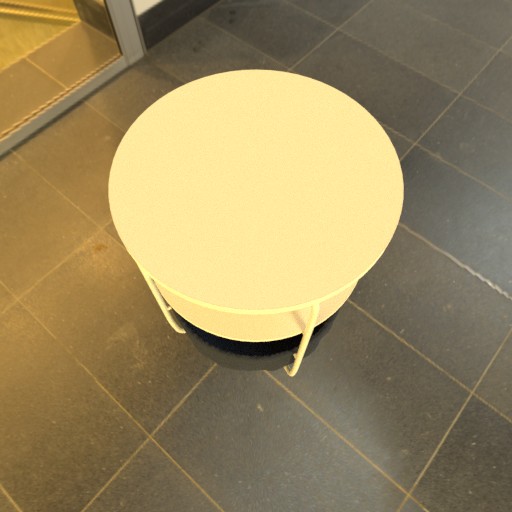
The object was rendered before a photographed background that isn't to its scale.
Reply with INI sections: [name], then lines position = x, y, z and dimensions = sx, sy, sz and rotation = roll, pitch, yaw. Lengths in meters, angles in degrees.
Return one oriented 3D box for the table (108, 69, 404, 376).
[table]
position = 0.000, 0.000, 0.872
dimensions = 0.418, 0.532, 0.418
rotation = 19, 65, 9
